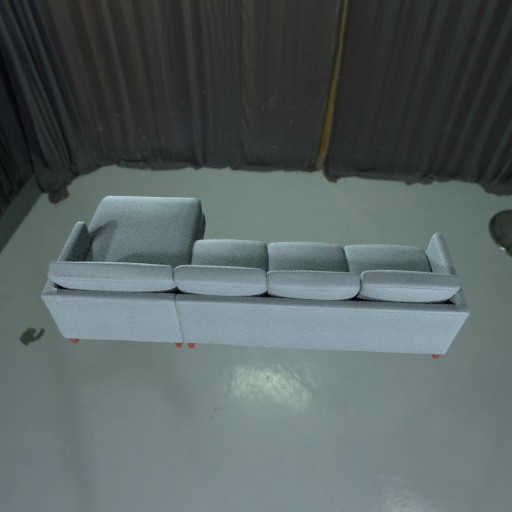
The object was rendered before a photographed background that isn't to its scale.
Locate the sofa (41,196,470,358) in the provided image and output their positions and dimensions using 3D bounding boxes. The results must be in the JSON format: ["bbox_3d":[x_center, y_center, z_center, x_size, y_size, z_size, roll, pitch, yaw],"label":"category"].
[{"bbox_3d":[0.000,0.000,4.242,3.471,0.950,1.604,2,47,2],"label":"sofa"}]
